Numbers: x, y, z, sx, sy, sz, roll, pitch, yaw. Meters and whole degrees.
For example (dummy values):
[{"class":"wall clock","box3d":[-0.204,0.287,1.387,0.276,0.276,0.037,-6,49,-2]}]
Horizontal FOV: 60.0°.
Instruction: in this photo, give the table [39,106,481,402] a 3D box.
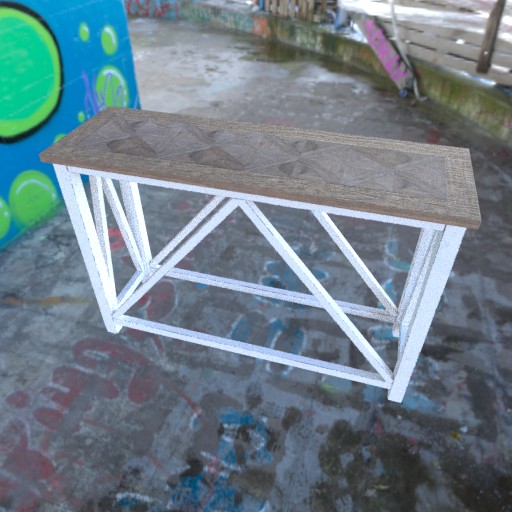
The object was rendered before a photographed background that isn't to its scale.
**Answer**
[{"class":"table","box3d":[0.000,0.000,1.811,1.400,0.930,0.450,11,41,12]}]
